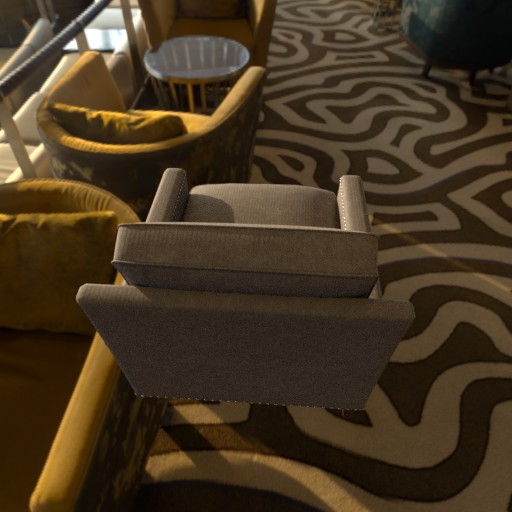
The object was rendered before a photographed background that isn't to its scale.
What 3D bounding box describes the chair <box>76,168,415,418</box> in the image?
[{"bbox_3d":[0.000,0.000,1.672,0.853,0.948,1.014,3,46,3],"label":"chair"}]
